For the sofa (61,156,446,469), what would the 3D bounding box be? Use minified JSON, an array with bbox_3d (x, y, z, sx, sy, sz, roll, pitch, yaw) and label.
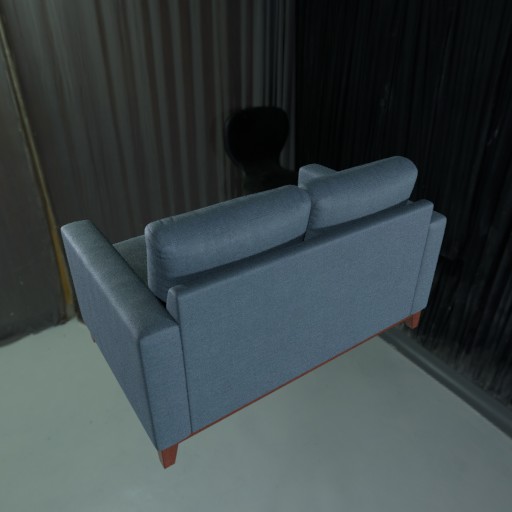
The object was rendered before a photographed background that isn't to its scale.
[{"bbox_3d":[0.000,0.000,2.082,1.489,0.903,0.955,-19,36,-29],"label":"sofa"}]
